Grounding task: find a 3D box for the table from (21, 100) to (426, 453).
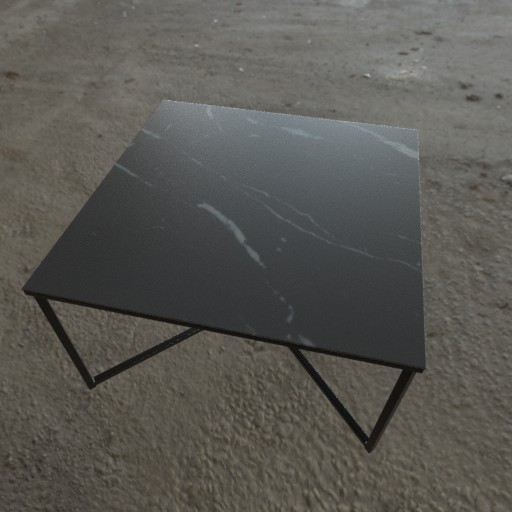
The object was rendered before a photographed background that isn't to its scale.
[{"bbox_3d":[0.000,0.000,1.272,0.800,0.450,0.800,10,48,9],"label":"table"}]
